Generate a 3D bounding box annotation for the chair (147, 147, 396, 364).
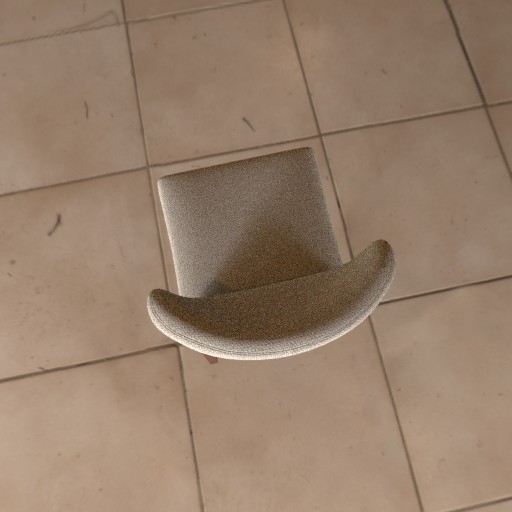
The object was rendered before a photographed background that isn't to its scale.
[{"bbox_3d":[0.000,0.000,1.244,0.491,0.839,0.589,-12,76,-3],"label":"chair"}]
